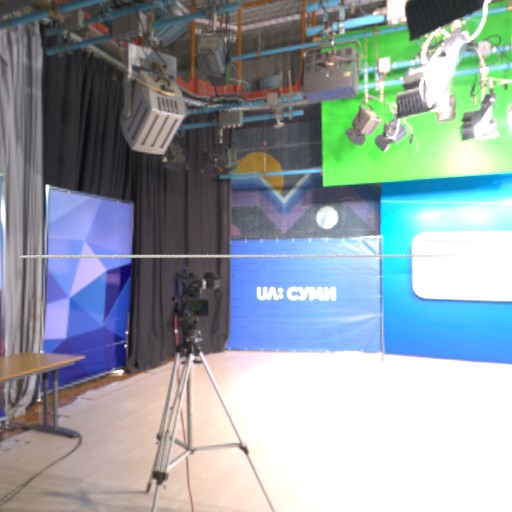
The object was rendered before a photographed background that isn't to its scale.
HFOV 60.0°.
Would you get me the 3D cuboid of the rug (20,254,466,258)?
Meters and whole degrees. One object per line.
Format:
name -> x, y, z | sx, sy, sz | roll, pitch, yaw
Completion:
rug -> 0.000, 0.000, 2.012 | 1.824, 0.009, 0.562 | 0, 0, -16
